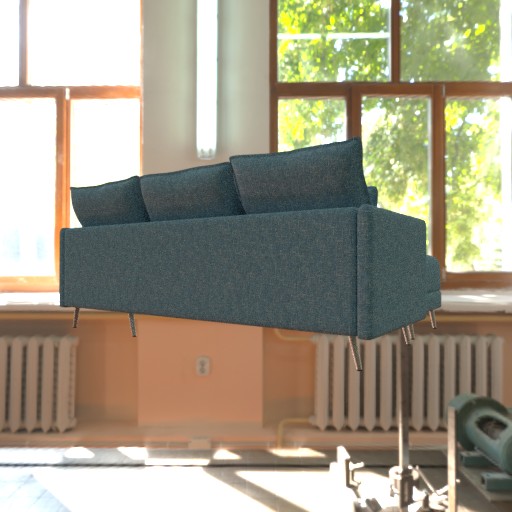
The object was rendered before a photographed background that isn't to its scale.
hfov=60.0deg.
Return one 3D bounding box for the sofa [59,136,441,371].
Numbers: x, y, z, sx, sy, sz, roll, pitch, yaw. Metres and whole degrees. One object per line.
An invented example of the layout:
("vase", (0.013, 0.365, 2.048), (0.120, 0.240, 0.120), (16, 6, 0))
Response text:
("sofa", (0.000, 0.000, 2.765), (2.034, 0.899, 1.420), (0, -1, 35))
